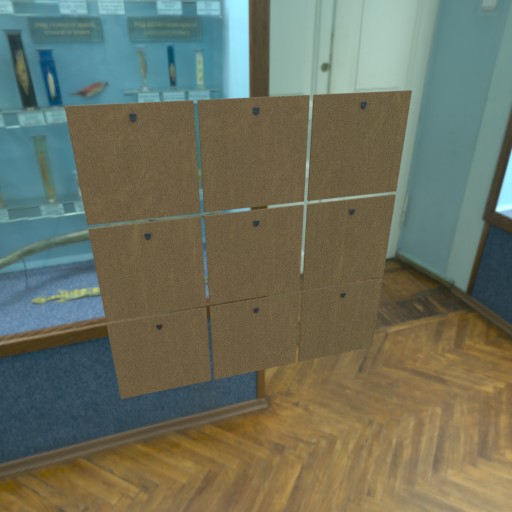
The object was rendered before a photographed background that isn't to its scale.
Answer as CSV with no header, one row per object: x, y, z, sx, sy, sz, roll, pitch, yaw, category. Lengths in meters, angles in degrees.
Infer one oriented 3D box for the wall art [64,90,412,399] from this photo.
0.000,0.000,2.239,1.526,1.522,0.023,-8,29,-15,wall art
